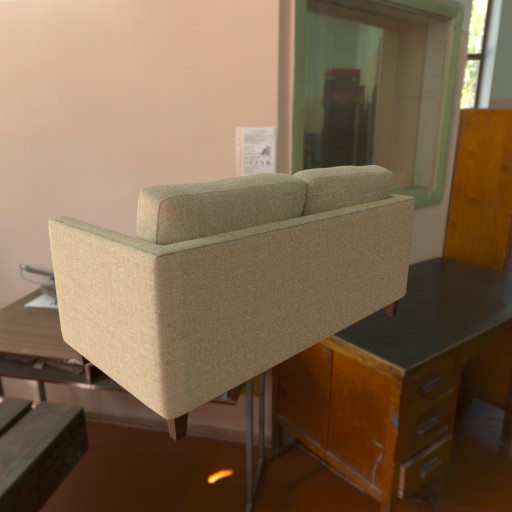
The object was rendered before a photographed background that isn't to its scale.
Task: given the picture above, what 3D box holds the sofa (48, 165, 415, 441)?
[{"bbox_3d":[0.000,0.000,2.461,0.950,0.963,1.884,15,22,43],"label":"sofa"}]
